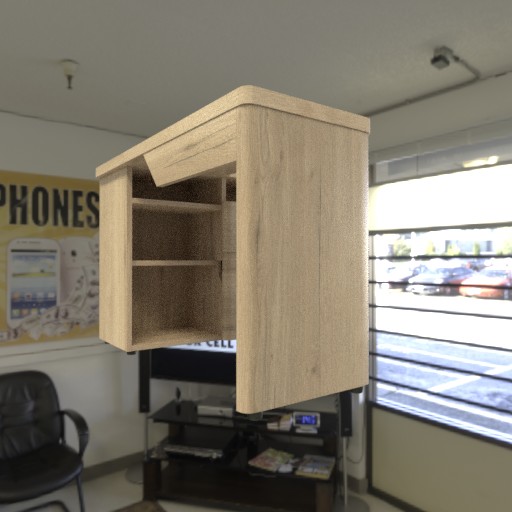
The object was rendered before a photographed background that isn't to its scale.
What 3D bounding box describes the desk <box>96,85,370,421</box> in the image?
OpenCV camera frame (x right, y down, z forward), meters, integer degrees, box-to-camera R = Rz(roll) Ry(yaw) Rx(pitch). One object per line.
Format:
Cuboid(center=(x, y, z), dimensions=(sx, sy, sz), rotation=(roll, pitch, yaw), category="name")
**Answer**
Cuboid(center=(0.000, 0.000, 1.721), dimensions=(0.900, 0.760, 1.169), rotation=(0, 0, -36), category="desk")
